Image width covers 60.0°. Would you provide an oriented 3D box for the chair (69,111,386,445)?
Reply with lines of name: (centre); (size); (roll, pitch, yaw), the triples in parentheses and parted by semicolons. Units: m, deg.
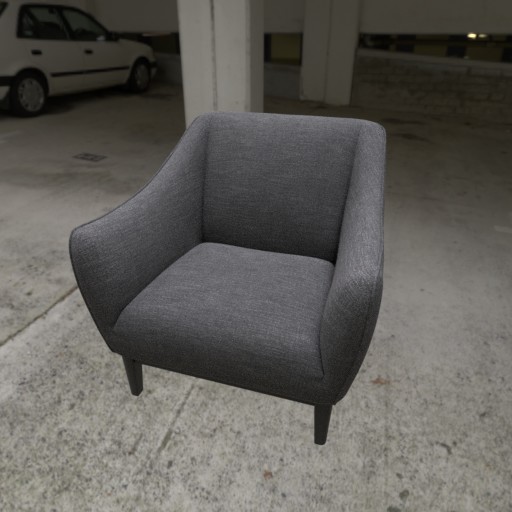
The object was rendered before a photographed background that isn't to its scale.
chair: (0.000, 0.000, 1.545); (0.870, 0.829, 0.851); (9, 29, 16)
